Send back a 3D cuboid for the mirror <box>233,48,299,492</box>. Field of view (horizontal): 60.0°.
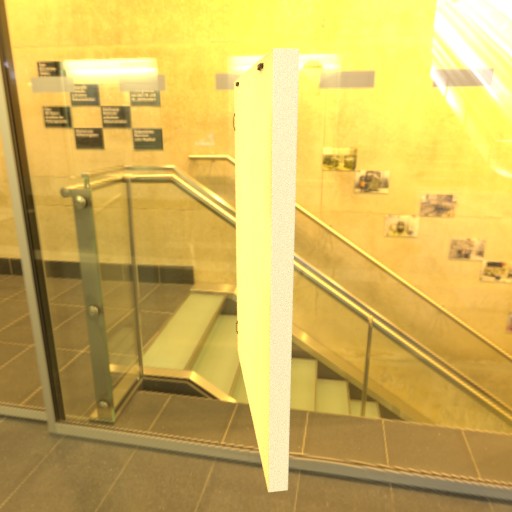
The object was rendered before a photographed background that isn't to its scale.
[{"bbox_3d":[0.000,0.000,0.913,0.040,0.710,0.507,-2,17,-8],"label":"mirror"}]
